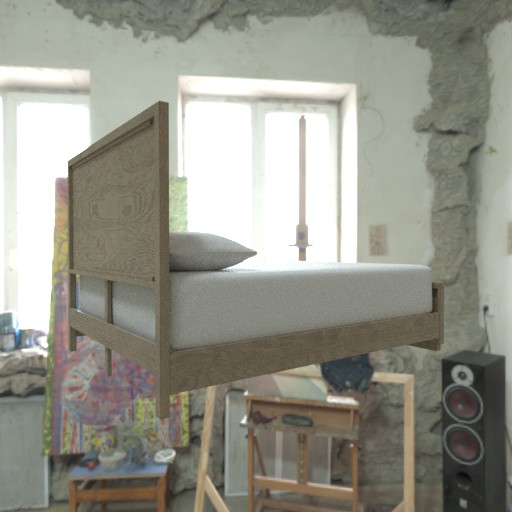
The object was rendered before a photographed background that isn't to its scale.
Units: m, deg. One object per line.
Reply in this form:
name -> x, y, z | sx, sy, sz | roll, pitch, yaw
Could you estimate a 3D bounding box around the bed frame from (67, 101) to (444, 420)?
bed frame -> 0.000, 0.000, 3.193 | 2.189, 1.369, 1.606 | -1, 1, -36
